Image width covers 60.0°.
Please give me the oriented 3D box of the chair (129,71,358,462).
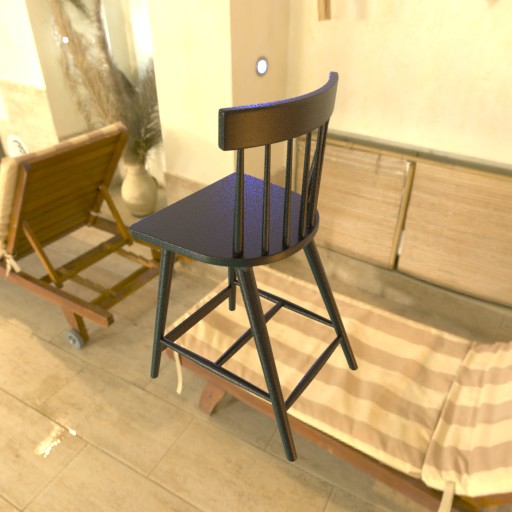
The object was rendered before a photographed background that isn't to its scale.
[{"bbox_3d":[0.000,0.000,1.284,0.572,0.952,0.483,21,38,29],"label":"chair"}]
